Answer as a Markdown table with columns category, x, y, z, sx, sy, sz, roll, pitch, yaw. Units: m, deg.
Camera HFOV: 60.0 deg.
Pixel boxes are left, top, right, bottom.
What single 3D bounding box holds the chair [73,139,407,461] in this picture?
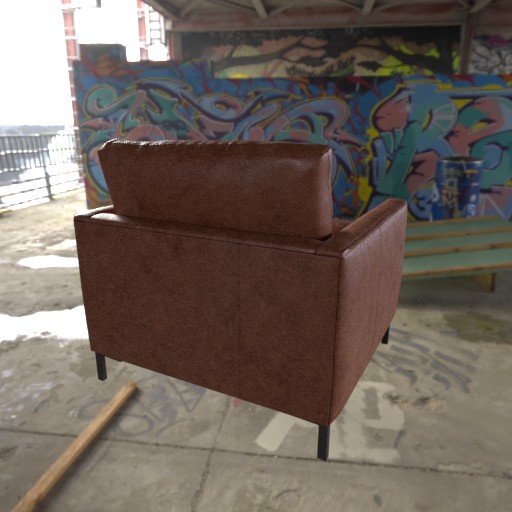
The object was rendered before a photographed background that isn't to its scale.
| category | x | y | z | sx | sy | sz | roll | pitch | yaw |
| --- | --- | --- | --- | --- | --- | --- | --- | --- | --- |
| chair | 0.000 | 0.000 | 1.672 | 0.967 | 0.869 | 0.862 | 9 | 19 | 27 |
